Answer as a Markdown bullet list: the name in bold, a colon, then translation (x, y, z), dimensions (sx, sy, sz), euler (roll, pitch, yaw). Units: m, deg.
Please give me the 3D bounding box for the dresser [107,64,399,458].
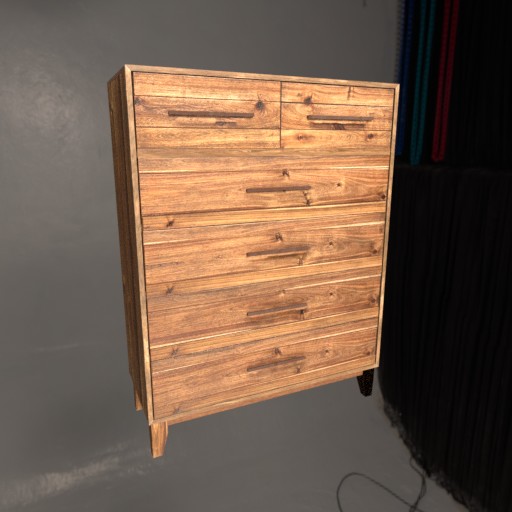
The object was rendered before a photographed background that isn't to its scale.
- **dresser**: translation (0.000, 0.000, 1.900), dimensions (1.062, 1.393, 0.442), euler (-6, 15, -24)
